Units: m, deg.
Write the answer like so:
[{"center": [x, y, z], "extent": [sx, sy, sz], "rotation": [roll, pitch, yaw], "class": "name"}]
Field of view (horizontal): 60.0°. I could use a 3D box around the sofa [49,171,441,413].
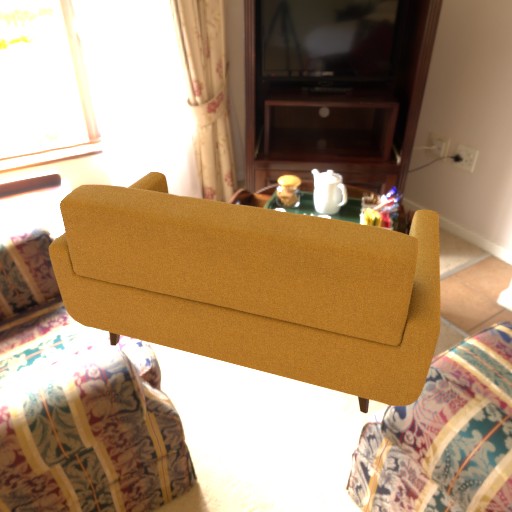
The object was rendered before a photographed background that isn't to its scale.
[{"center": [0.000, 0.000, 2.149], "extent": [1.631, 0.841, 0.909], "rotation": [11, 35, 16], "class": "sofa"}]
